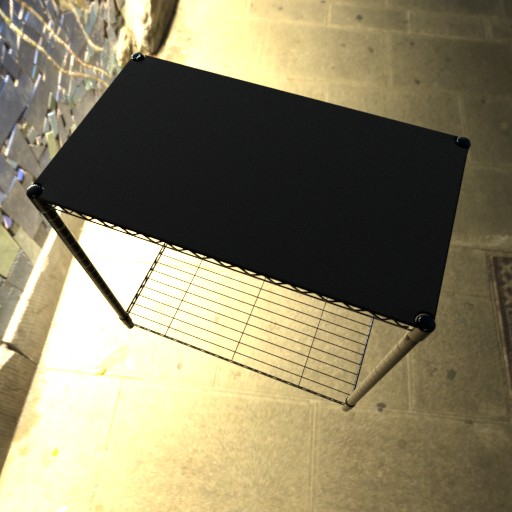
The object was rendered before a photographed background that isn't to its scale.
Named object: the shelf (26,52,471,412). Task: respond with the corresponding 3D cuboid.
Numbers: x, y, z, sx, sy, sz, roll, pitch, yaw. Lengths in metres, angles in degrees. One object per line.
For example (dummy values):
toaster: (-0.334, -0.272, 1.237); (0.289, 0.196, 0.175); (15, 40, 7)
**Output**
shelf: (0.000, 0.000, 0.905); (0.589, 0.564, 0.338); (18, 63, 10)
